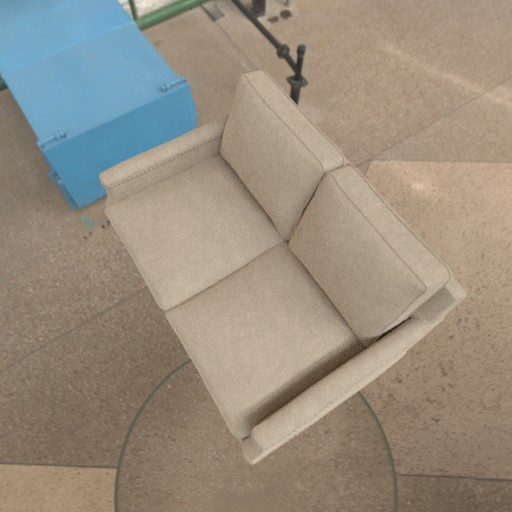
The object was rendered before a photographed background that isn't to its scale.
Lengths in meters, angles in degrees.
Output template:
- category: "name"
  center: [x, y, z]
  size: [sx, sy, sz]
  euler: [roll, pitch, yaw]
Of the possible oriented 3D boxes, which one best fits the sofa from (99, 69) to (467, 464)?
- category: "sofa"
  center: [0.000, 0.000, 2.242]
  size: [1.084, 1.002, 1.597]
  euler: [-30, 67, -14]
